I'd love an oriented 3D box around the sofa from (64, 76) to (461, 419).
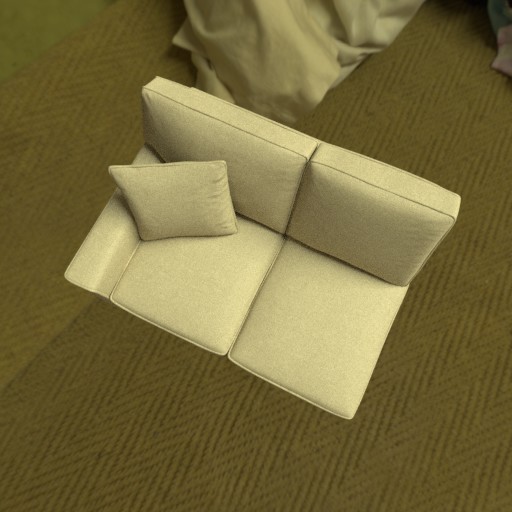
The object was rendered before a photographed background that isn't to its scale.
[{"bbox_3d":[0.000,0.000,2.072,1.388,0.989,0.991,25,76,7],"label":"sofa"}]
